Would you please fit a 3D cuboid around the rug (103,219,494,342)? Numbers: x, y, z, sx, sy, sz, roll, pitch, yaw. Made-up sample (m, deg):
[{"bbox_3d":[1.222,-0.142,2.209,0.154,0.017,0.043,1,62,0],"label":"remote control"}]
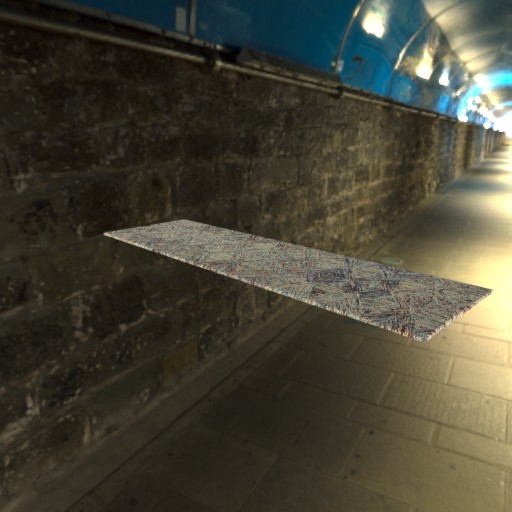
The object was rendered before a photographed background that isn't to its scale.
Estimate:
[{"bbox_3d":[0.000,0.000,2.498,2.292,0.015,0.688,15,22,43],"label":"rug"}]
